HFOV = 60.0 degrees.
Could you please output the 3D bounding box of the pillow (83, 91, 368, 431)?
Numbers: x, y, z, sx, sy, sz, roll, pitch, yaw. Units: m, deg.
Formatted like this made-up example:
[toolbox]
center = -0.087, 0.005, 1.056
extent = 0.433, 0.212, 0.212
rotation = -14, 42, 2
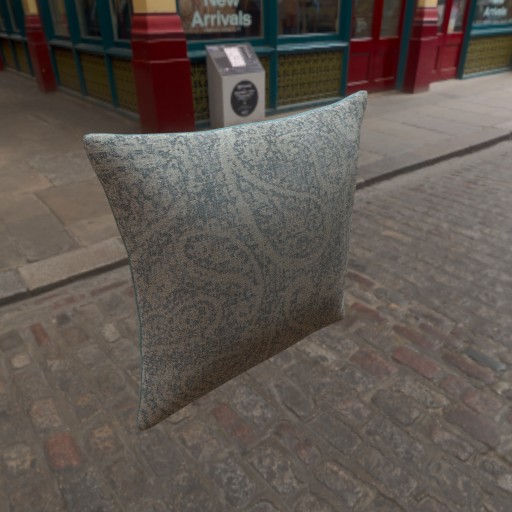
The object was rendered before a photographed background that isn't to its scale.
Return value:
[pillow]
center = 0.000, 0.000, 0.787
extent = 0.526, 0.507, 0.166
rotation = -21, 36, -33
